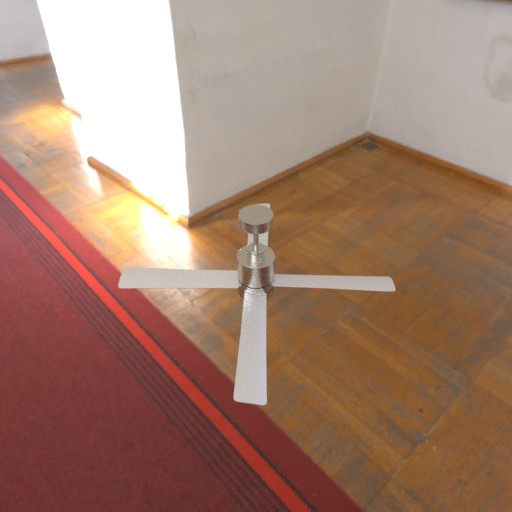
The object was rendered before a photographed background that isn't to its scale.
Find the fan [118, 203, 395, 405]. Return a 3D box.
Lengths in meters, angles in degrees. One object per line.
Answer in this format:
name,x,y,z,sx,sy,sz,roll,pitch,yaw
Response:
fan,0.000,0.000,2.358,1.525,0.539,1.525,2,40,2
